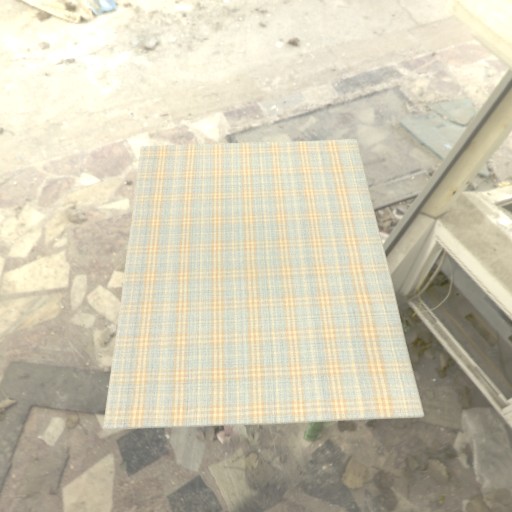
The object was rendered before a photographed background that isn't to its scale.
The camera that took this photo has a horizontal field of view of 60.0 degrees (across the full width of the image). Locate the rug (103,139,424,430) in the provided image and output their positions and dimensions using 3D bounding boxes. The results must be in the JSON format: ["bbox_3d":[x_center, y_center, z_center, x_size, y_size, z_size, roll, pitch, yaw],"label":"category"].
[{"bbox_3d":[0.000,0.000,4.205,2.462,0.030,3.066,-2,57,-1],"label":"rug"}]
